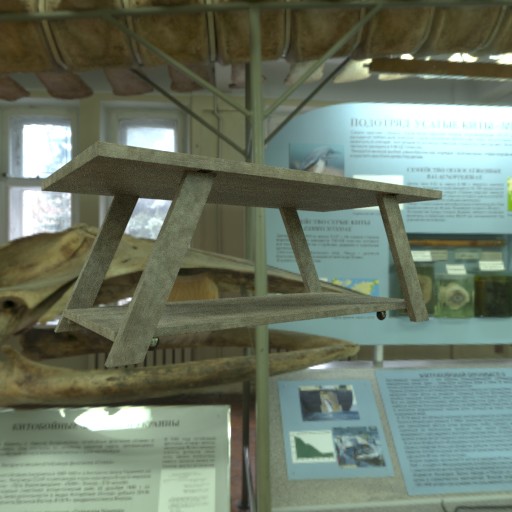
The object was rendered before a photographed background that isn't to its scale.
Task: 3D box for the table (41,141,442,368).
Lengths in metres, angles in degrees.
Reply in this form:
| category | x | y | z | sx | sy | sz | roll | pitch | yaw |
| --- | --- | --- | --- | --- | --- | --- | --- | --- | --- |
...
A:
| category | x | y | z | sx | sy | sz | roll | pitch | yaw |
| --- | --- | --- | --- | --- | --- | --- | --- | --- | --- |
| table | 0.000 | 0.000 | 1.497 | 1.219 | 0.470 | 0.610 | 0 | 0 | -36 |
